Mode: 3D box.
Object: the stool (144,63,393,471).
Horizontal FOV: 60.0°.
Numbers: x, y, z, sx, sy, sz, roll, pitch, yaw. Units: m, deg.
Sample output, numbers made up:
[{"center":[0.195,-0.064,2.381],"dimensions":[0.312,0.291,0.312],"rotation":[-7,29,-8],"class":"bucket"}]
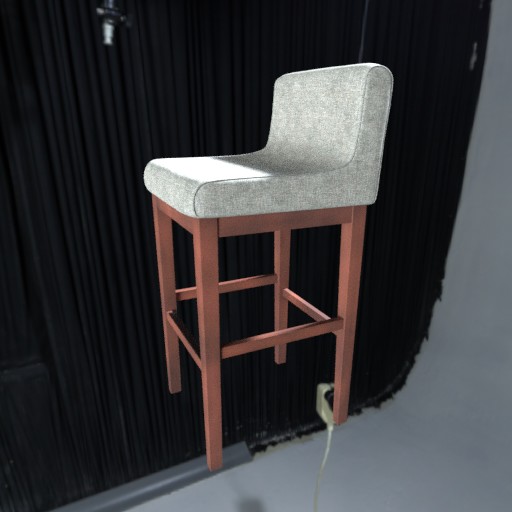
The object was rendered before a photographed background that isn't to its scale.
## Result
[{"center":[0.000,0.000,1.215],"dimensions":[0.499,0.965,0.426],"rotation":[-9,20,-25],"class":"stool"}]
